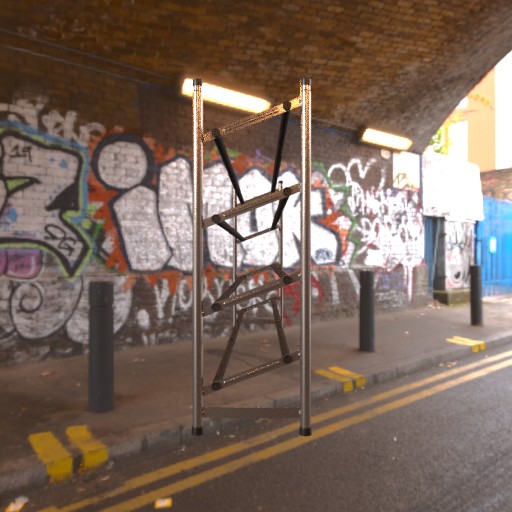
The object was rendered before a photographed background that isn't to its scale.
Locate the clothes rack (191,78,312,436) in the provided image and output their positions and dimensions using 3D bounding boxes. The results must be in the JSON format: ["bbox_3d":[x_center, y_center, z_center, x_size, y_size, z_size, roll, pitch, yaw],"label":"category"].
[{"bbox_3d":[0.000,0.000,1.413,0.229,0.672,1.168,0,0,1],"label":"clothes rack"}]
